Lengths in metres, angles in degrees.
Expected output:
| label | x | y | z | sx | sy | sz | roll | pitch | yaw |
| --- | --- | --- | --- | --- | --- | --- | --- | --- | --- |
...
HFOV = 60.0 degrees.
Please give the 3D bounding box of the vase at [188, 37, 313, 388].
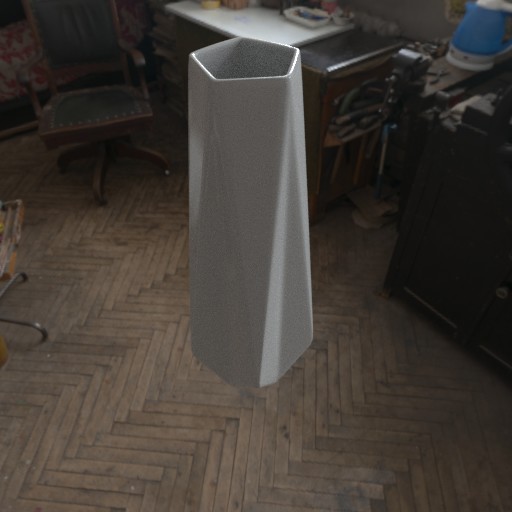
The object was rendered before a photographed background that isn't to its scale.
| label | x | y | z | sx | sy | sz | roll | pitch | yaw |
| --- | --- | --- | --- | --- | --- | --- | --- | --- | --- |
| vase | 0.000 | 0.000 | 0.377 | 0.116 | 0.329 | 0.122 | 8 | 46 | 8 |
